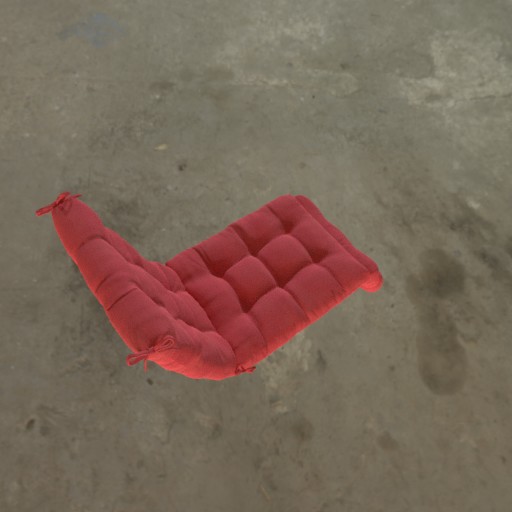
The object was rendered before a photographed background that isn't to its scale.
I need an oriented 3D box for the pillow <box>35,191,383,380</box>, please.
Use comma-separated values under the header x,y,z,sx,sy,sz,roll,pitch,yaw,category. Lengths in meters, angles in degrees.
x,y,z,sx,sy,sz,roll,pitch,yaw,category
0.000,0.000,1.497,1.016,0.863,0.526,-33,64,-18,pillow
